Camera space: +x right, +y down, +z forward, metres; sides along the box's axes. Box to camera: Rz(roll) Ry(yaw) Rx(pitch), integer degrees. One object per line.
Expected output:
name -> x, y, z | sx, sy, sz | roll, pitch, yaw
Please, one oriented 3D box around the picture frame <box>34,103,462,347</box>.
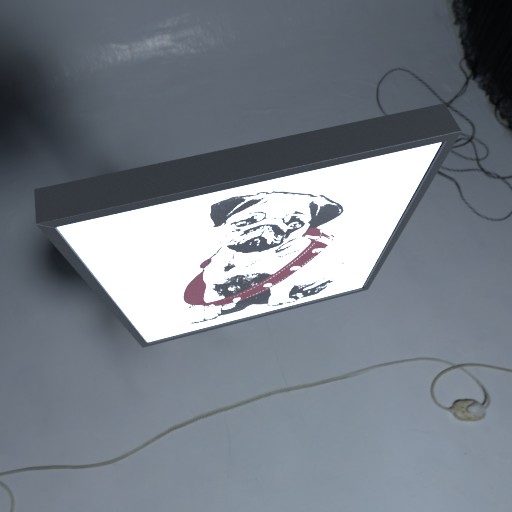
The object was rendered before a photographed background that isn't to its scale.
picture frame -> 0.000, 0.000, 0.467 | 0.317, 0.317, 0.030 | -14, 64, -7
